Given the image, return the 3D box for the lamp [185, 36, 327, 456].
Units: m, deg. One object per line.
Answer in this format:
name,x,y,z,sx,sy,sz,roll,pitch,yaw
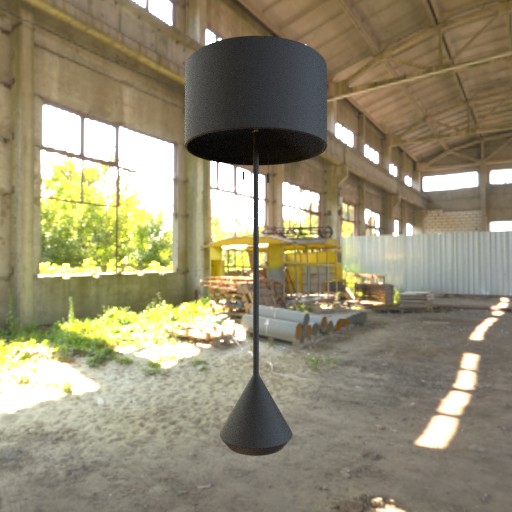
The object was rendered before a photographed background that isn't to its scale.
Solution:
lamp,0.000,0.000,1.816,0.580,1.526,0.580,0,-1,-2
